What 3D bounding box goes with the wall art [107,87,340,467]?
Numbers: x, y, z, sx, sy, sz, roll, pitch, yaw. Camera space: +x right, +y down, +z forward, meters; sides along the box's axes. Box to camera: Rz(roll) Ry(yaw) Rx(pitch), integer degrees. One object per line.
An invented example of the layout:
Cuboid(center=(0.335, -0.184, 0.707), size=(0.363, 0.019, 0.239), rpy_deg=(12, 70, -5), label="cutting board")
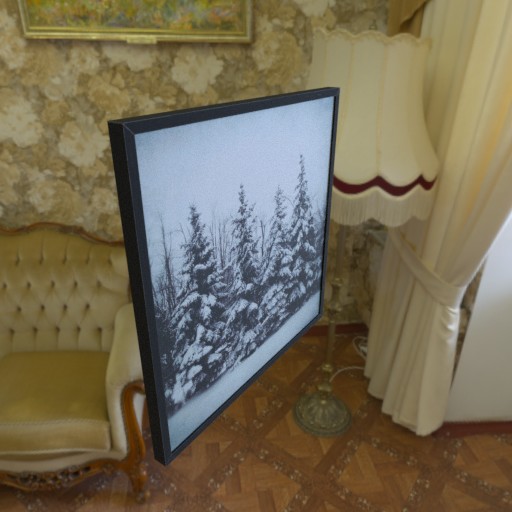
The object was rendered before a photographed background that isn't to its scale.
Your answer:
Cuboid(center=(0.000, 0.000, 1.136), size=(0.037, 0.761, 0.761), rpy_deg=(17, 30, 32), label="wall art")
